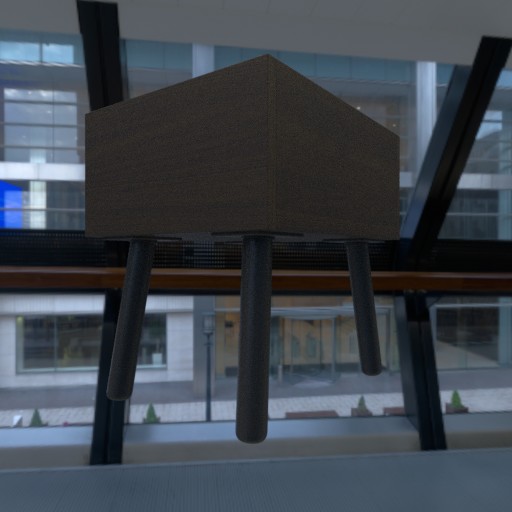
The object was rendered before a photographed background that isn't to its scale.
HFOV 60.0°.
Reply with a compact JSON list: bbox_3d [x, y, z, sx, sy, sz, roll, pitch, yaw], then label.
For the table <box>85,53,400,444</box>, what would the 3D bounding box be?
[{"bbox_3d":[0.000,0.000,0.803,0.370,0.470,0.450,0,0,37],"label":"table"}]
